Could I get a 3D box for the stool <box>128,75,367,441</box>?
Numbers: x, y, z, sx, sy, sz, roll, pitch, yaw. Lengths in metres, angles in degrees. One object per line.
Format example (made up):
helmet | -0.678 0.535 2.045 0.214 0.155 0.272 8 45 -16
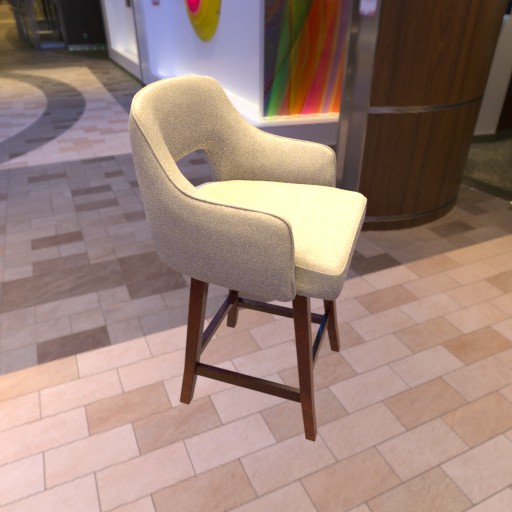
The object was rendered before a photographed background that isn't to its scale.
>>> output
stool | 0.000 0.000 1.298 0.560 0.936 0.550 10 33 16
